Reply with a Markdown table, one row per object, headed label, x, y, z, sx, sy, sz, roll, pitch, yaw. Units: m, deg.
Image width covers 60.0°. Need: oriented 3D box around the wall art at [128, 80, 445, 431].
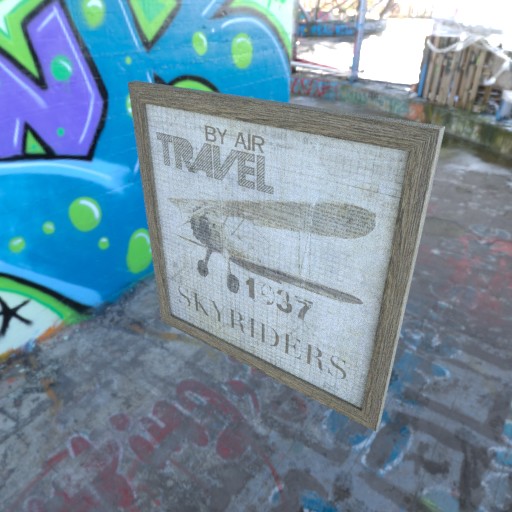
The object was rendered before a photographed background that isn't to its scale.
| label | x | y | z | sx | sy | sz | roll | pitch | yaw |
| --- | --- | --- | --- | --- | --- | --- | --- | --- | --- |
| wall art | 0.000 | 0.000 | 0.749 | 0.508 | 0.508 | 0.019 | 20 | 36 | 29 |
